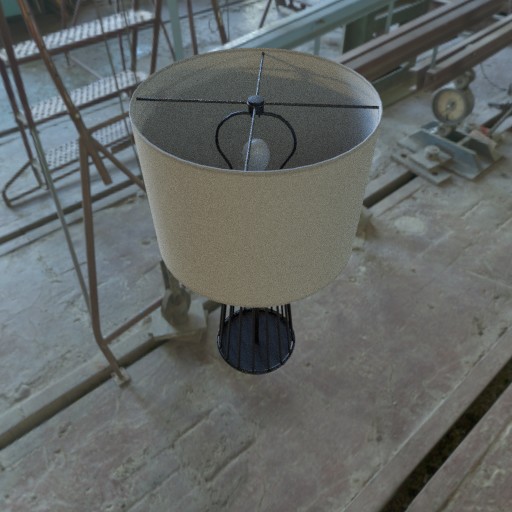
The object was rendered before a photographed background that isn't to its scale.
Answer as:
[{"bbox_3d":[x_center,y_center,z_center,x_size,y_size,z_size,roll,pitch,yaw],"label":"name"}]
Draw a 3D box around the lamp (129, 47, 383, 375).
[{"bbox_3d":[0.000,0.000,0.786,0.322,0.593,0.322,3,47,3],"label":"lamp"}]
